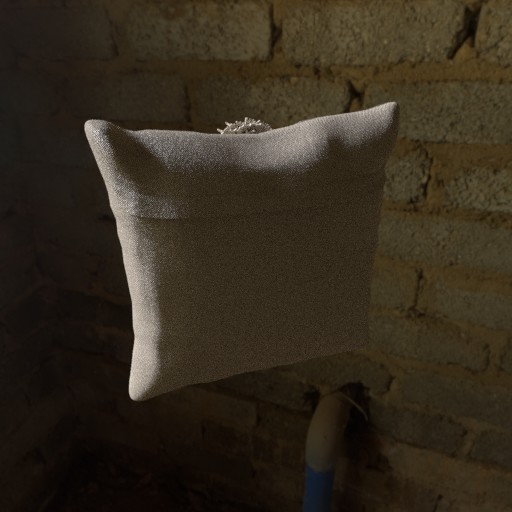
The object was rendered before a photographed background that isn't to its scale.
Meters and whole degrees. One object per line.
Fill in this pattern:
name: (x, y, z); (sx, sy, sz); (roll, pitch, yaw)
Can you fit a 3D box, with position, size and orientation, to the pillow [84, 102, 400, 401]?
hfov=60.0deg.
pillow: (0.000, 0.000, 0.765); (0.484, 0.490, 0.234); (-8, 28, -16)
